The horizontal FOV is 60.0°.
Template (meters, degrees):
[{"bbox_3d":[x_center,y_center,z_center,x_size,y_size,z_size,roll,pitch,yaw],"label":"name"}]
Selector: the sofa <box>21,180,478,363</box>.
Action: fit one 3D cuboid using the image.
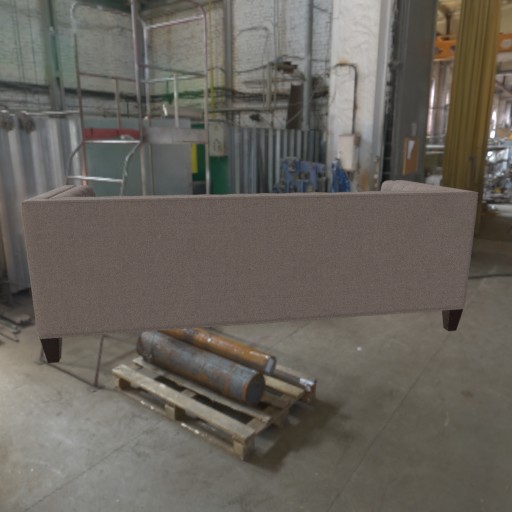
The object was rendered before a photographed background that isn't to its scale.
[{"bbox_3d":[0.000,0.000,2.504,2.159,0.762,0.775,-3,14,-10],"label":"sofa"}]
